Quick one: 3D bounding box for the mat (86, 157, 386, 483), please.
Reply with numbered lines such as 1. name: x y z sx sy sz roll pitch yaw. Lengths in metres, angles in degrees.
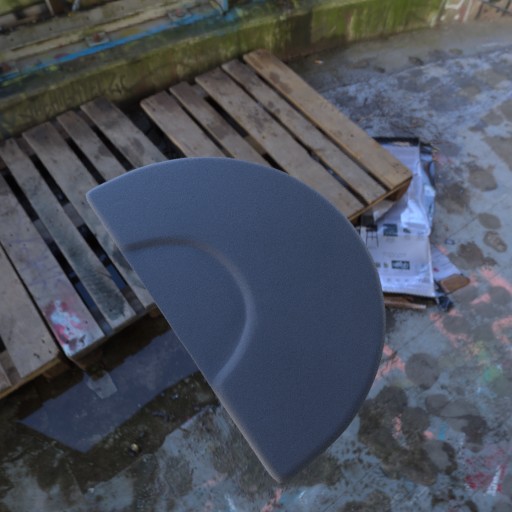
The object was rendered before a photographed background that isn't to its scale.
1. mat: 0.000 0.000 1.896 0.917 0.016 1.525 -31 63 -18
